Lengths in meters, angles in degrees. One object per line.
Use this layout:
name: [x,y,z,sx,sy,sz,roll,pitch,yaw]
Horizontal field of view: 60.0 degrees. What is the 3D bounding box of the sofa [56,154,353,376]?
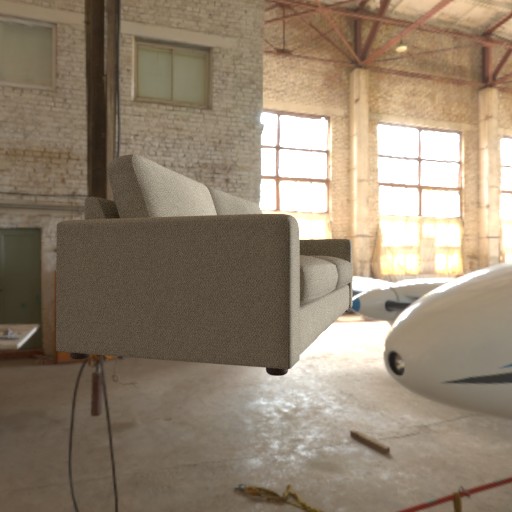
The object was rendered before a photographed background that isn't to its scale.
sofa: [0.000,0.000,2.674,1.016,0.873,2.179,0,-1,18]
